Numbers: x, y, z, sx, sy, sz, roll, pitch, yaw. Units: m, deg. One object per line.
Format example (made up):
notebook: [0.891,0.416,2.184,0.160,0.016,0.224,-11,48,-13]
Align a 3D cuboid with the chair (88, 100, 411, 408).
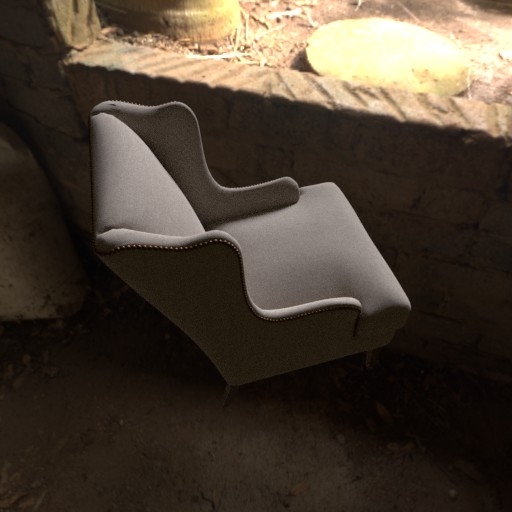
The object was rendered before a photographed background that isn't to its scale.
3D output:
chair: [0.000,0.000,1.643,0.940,1.029,0.737,-11,49,-10]
